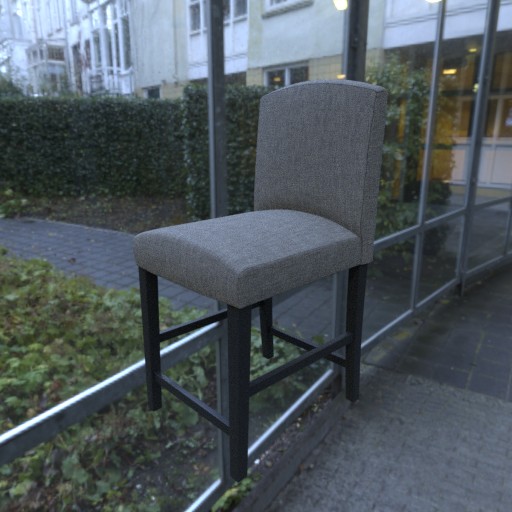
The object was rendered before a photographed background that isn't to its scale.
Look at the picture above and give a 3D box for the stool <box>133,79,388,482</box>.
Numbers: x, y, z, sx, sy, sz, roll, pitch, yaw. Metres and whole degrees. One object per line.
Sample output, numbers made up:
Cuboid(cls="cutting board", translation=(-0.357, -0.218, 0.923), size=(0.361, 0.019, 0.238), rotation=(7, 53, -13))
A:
Cuboid(cls="stool", translation=(0.000, 0.000, 1.253), size=(0.552, 0.966, 0.451), rotation=(-14, 21, -42))
